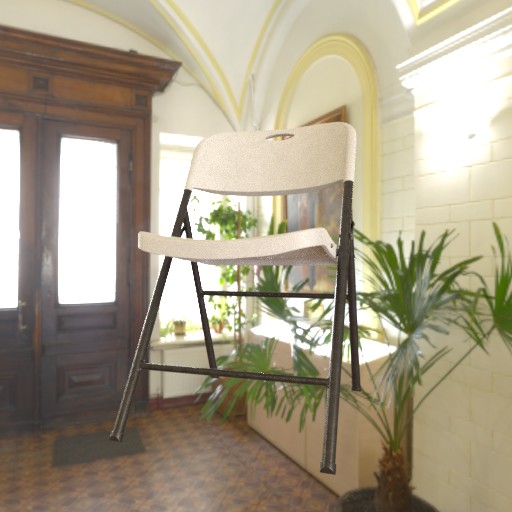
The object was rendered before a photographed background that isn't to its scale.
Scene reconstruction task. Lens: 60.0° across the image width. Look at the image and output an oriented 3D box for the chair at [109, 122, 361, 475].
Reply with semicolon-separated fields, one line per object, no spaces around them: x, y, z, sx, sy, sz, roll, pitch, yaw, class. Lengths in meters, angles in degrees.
0.000;0.000;1.156;0.494;0.810;0.566;0;0;18;chair
